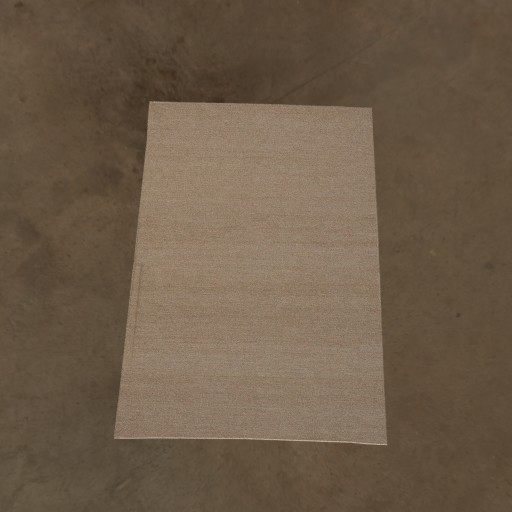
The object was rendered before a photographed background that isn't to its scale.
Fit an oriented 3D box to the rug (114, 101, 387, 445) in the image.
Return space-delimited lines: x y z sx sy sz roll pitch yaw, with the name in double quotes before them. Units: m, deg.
"rug" 0.000 0.000 3.656 2.032 0.038 2.869 2 75 0
